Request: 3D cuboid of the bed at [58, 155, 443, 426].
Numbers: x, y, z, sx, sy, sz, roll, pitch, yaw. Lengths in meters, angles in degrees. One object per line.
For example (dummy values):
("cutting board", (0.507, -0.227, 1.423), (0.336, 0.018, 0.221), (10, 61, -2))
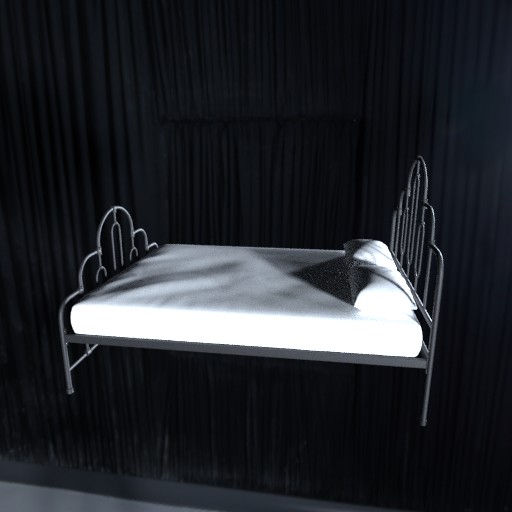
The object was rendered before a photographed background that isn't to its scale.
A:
("bed", (0.000, 0.000, 3.202), (2.163, 1.429, 1.640), (2, 16, 8))
